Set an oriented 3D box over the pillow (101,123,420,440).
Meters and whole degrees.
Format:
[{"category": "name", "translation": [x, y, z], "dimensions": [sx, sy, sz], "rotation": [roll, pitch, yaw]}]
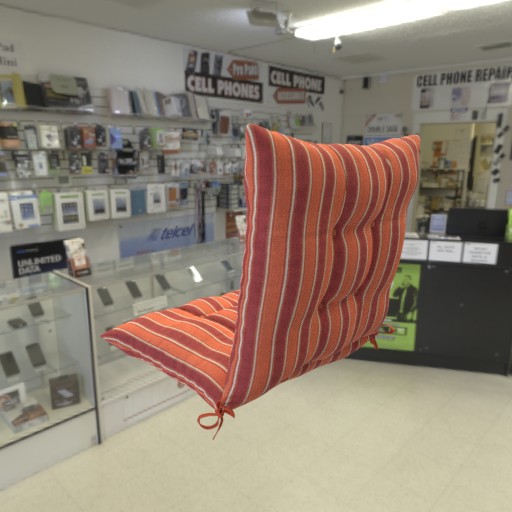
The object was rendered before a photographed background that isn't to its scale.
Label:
[{"category": "pillow", "translation": [0.000, 0.000, 1.006], "dimensions": [0.541, 0.536, 0.585], "rotation": [-12, 18, -42]}]
